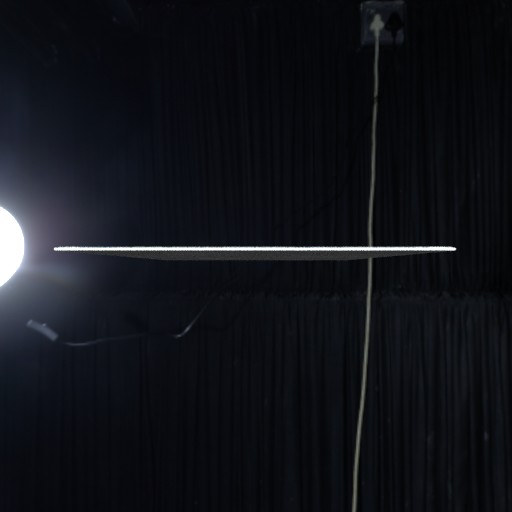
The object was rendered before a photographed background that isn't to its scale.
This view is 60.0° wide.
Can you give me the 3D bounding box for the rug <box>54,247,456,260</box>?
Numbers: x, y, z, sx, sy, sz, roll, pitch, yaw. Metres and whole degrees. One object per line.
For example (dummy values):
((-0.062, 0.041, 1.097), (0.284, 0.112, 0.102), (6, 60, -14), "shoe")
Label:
((0.000, 0.000, 2.840), (1.586, 0.014, 2.197), (0, -2, 0), "rug")
